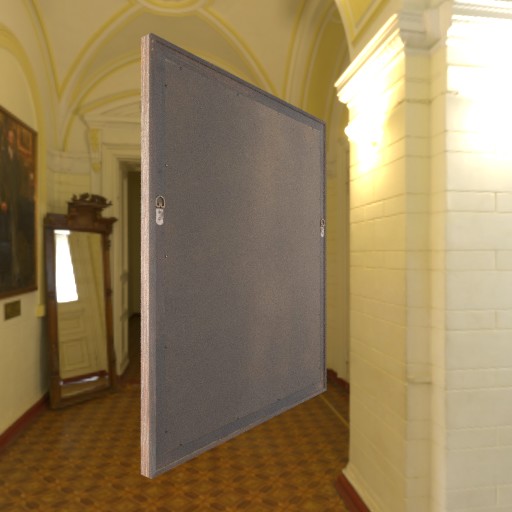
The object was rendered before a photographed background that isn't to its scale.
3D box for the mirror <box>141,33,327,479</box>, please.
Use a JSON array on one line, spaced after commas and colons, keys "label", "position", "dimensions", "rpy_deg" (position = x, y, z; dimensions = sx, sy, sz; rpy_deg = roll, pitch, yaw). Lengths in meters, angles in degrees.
[{"label": "mirror", "position": [0.000, 0.000, 1.178], "dimensions": [0.032, 0.882, 0.730], "rpy_deg": [0, 0, 37]}]
